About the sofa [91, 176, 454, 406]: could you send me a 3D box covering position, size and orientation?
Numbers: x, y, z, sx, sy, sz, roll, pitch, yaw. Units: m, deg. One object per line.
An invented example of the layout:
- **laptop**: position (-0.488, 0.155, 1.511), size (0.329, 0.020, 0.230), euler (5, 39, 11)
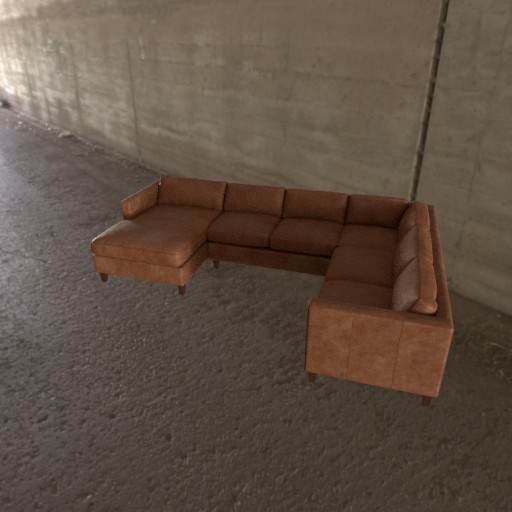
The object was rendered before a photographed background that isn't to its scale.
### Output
- **sofa**: position (0.000, 0.000, 4.442), size (3.401, 0.832, 2.430), euler (8, 27, 15)
